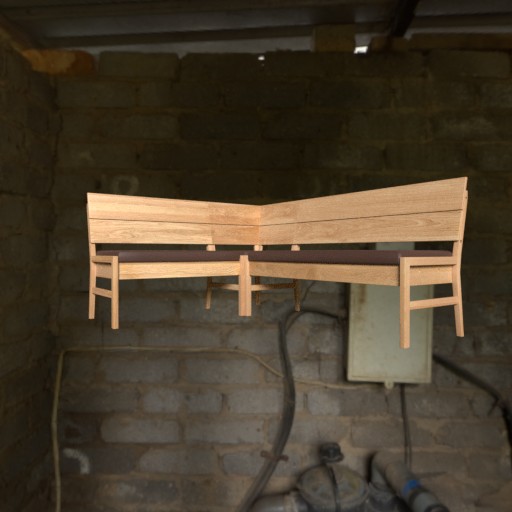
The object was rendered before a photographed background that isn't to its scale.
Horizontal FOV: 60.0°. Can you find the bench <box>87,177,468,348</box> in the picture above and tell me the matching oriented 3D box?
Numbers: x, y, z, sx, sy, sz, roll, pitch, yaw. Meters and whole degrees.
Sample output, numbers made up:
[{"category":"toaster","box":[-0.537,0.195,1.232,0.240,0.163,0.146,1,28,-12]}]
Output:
[{"category":"bench","box":[0.000,0.000,2.832,1.549,0.890,1.975,0,1,-37]}]
